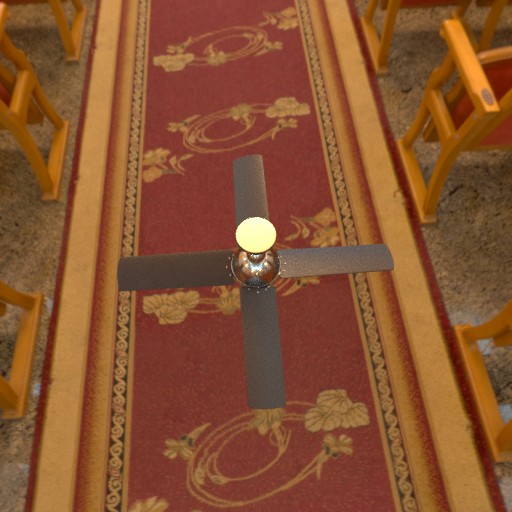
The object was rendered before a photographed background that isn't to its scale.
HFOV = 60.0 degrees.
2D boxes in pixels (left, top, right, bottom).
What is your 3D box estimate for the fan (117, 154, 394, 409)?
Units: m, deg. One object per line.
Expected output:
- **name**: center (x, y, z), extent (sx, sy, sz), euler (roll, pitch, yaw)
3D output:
- **fan**: center (0.000, 0.000, 2.057), extent (1.332, 0.403, 1.332), euler (-4, 64, -2)
